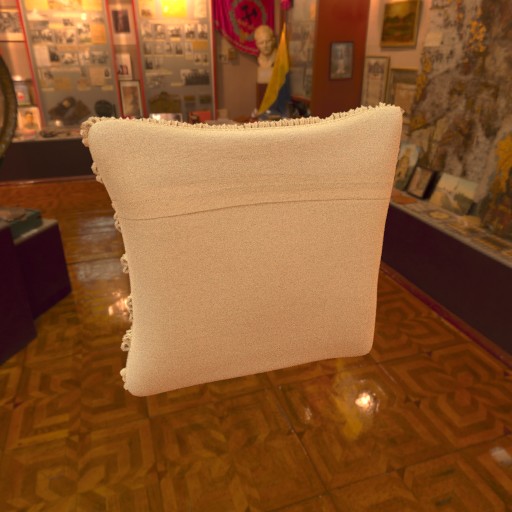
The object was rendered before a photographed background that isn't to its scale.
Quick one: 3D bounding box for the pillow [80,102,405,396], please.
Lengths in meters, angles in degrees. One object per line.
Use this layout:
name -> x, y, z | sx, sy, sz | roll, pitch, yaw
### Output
pillow -> 0.000, 0.000, 0.665 | 0.437, 0.427, 0.145 | -7, 26, -15
